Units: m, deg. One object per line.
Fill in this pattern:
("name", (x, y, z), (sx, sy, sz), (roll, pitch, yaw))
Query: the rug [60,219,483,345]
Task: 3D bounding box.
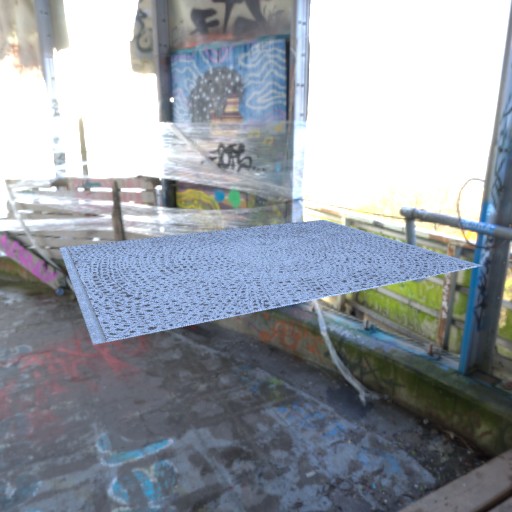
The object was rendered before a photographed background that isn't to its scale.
("rug", (0.000, 0.000, 2.103), (1.634, 0.003, 1.190), (-8, 18, -26))
